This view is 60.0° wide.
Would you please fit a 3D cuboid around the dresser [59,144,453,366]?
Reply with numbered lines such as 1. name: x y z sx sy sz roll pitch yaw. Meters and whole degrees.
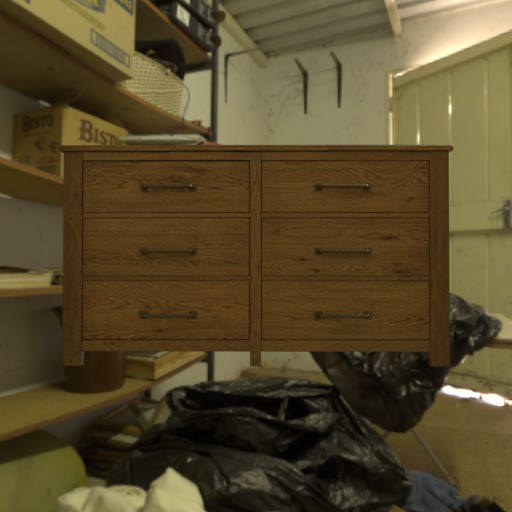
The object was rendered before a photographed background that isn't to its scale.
1. dresser: 0.000 0.000 2.108 1.657 0.932 0.563 0 -1 0
